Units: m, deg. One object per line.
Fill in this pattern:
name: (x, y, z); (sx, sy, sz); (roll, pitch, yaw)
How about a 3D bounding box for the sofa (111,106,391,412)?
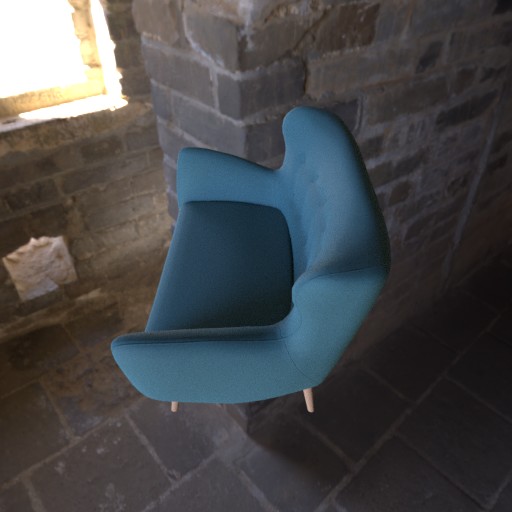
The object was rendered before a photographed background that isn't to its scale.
sofa: (0.000, 0.000, 1.961); (0.889, 0.889, 1.397); (1, 39, 1)
